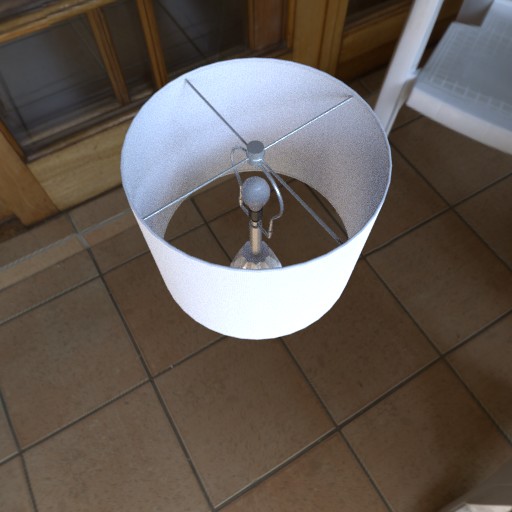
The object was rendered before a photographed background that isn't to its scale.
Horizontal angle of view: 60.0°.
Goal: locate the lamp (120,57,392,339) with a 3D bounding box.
[{"bbox_3d":[0.000,0.000,0.717,0.297,0.522,0.297,0,63,0],"label":"lamp"}]
